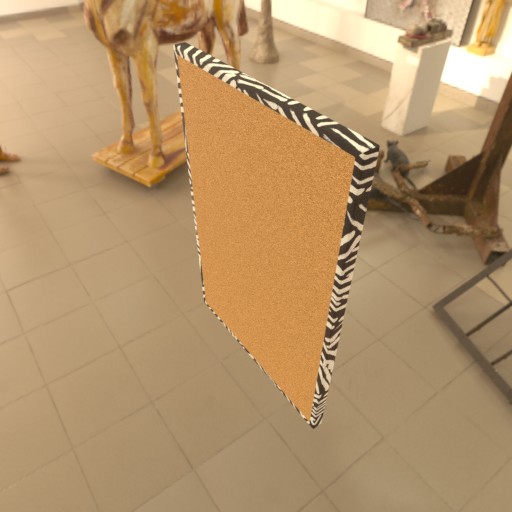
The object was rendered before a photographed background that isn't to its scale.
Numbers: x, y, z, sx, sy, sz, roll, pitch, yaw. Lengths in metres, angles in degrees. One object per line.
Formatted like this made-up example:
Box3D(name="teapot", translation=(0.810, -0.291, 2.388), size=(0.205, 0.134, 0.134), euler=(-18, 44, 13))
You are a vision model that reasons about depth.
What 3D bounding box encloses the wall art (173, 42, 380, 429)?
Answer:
Box3D(name="wall art", translation=(0.000, 0.000, 1.181), size=(0.035, 0.918, 0.615), euler=(-27, 49, -26))
